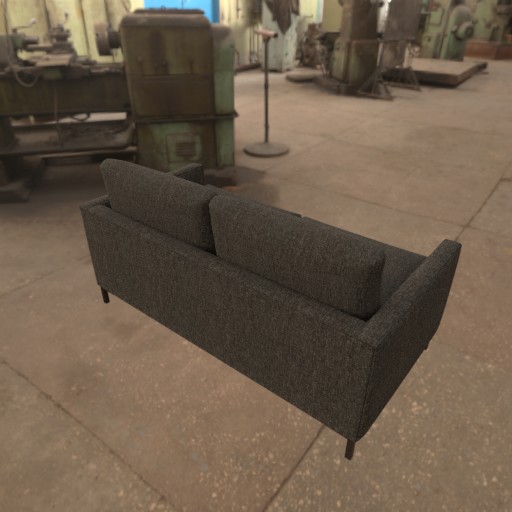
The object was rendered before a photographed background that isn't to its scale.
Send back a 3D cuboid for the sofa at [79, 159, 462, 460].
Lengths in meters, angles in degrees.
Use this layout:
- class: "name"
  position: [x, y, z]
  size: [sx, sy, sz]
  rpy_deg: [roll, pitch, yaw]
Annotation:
- class: "sofa"
  position: [0.000, 0.000, 2.232]
  size: [1.716, 0.862, 0.866]
  rpy_deg: [23, 38, 33]
